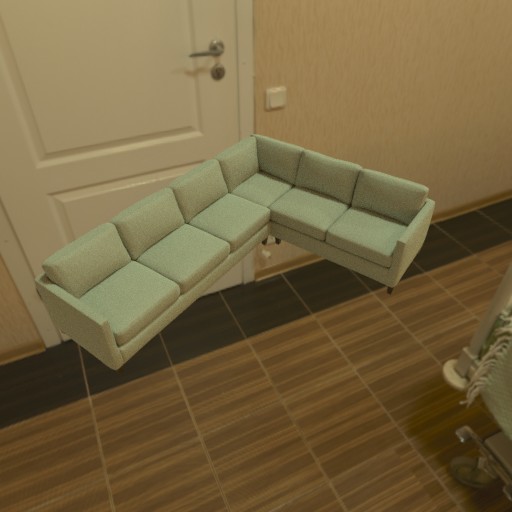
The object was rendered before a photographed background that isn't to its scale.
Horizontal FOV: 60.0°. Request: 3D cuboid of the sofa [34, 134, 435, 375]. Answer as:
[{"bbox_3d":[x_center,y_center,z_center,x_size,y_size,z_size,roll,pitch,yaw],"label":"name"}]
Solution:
[{"bbox_3d":[0.000,0.000,4.507,2.522,0.934,3.333,25,46,26],"label":"sofa"}]
